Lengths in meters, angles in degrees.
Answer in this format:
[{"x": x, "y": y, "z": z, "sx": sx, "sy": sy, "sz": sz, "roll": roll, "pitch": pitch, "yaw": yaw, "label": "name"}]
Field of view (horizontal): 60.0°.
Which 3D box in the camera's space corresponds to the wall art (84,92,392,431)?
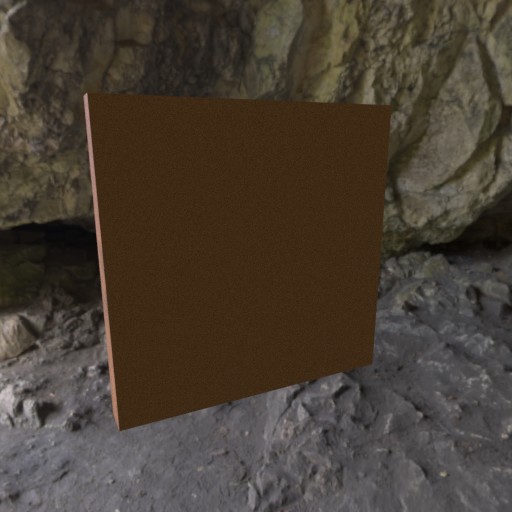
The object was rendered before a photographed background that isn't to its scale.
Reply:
[{"x": 0.000, "y": 0.000, "z": 0.582, "sx": 0.386, "sy": 0.385, "sz": 0.038, "roll": -7, "pitch": 16, "yaw": -25, "label": "wall art"}]
